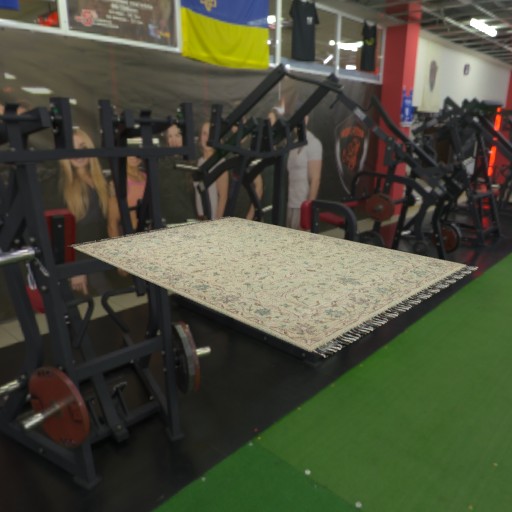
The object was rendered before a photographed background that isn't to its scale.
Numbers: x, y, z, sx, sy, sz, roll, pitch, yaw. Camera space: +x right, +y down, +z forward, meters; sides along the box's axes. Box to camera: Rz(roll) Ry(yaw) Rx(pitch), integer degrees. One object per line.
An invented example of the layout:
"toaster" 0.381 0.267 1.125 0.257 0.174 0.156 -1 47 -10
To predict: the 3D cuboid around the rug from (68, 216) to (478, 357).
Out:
"rug" 0.000 0.000 2.323 1.247 0.008 1.802 -16 22 -43
